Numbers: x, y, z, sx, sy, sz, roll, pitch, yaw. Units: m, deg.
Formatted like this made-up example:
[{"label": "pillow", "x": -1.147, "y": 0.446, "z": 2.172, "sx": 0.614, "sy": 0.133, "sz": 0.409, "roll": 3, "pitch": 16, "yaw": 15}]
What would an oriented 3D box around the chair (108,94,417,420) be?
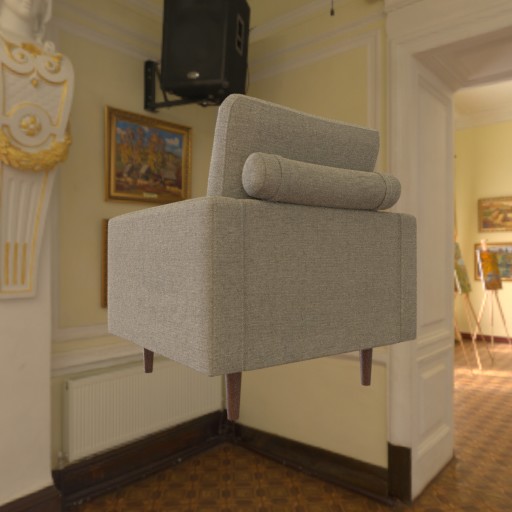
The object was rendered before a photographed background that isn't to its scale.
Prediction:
[{"label": "chair", "x": 0.000, "y": 0.000, "z": 1.582, "sx": 0.821, "sy": 0.880, "sz": 0.843, "roll": 0, "pitch": 0, "yaw": -36}]
